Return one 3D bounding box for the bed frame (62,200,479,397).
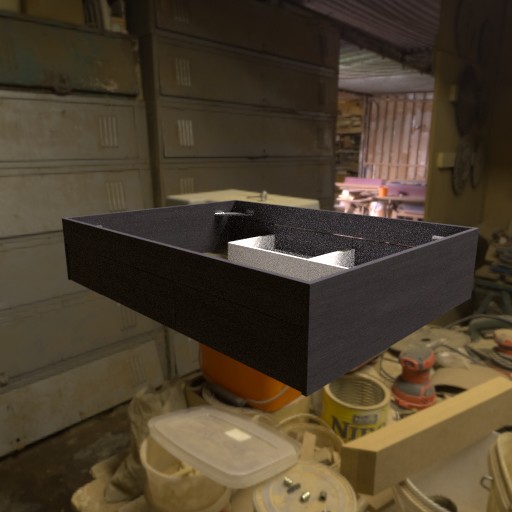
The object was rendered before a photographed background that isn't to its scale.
[{"bbox_3d":[0.000,0.000,2.602,1.448,0.459,1.944,-13,19,-43],"label":"bed frame"}]
